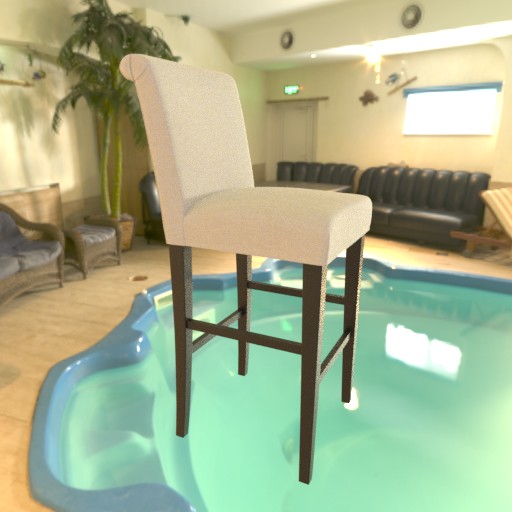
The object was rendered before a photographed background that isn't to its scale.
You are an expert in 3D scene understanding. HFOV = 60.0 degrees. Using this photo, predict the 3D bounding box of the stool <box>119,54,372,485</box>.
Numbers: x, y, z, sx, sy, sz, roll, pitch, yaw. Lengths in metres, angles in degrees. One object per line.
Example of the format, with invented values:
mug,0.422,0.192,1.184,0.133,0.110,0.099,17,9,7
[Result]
stool,0.000,0.000,1.365,0.597,1.124,0.452,8,17,26
